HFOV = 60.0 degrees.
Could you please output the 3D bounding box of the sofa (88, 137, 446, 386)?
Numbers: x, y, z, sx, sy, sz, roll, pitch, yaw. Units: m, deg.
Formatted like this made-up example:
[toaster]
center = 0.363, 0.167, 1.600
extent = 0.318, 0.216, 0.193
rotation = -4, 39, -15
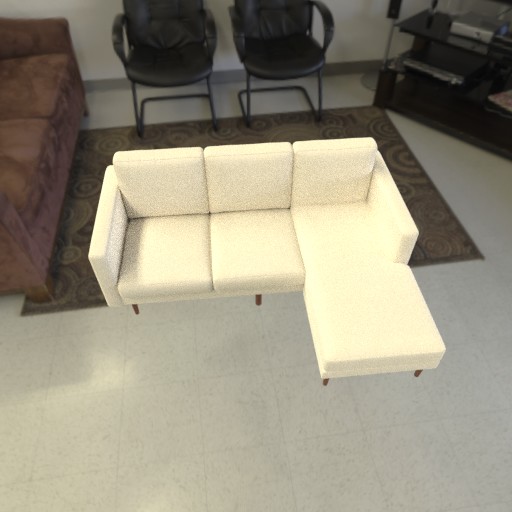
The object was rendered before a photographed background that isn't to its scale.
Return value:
[sofa]
center = 0.000, 0.000, 2.920
extent = 2.029, 0.899, 1.580
rotation = -4, 48, -4
